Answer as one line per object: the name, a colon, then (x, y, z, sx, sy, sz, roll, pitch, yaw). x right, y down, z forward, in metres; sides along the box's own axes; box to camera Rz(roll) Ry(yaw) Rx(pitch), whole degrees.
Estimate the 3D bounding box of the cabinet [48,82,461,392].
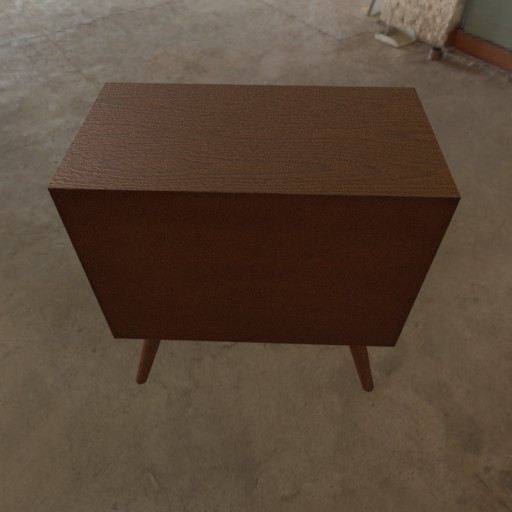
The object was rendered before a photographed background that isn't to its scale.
cabinet: (0.000, 0.000, 1.164, 0.712, 0.748, 0.388, 1, 48, 1)
